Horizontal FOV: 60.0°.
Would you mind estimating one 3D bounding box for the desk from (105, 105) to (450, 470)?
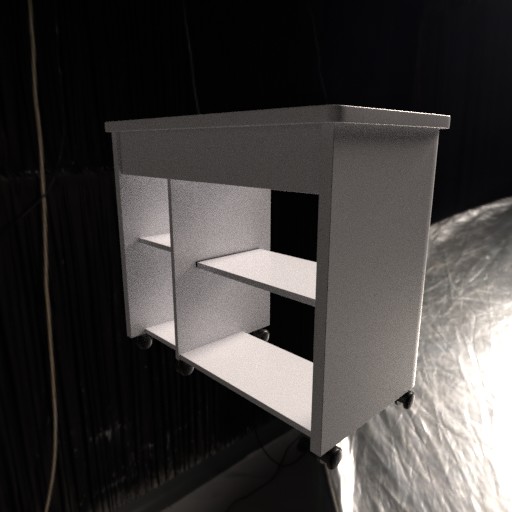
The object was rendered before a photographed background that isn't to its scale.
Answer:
[{"bbox_3d":[0.000,0.000,1.295,0.475,0.763,0.877,-13,19,-42],"label":"desk"}]
